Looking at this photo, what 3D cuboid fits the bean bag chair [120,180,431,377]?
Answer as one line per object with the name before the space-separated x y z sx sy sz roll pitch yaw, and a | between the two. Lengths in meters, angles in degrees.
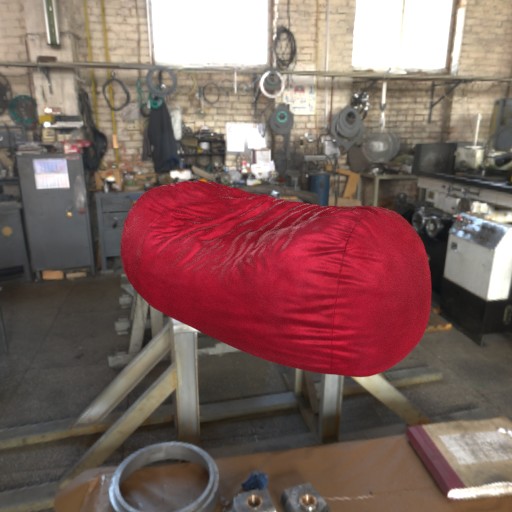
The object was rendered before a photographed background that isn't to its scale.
bean bag chair | 0.000 0.000 2.961 2.293 0.867 1.216 16 23 42
